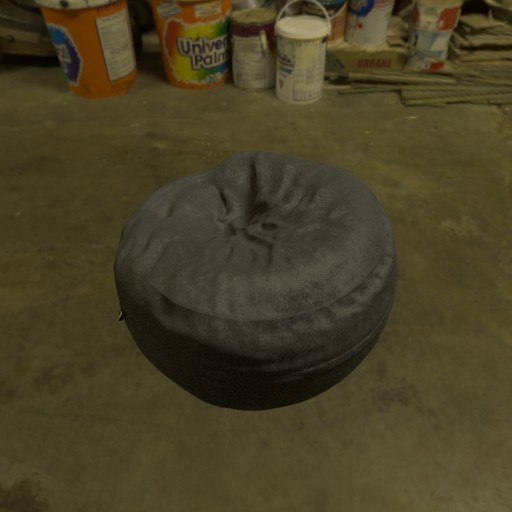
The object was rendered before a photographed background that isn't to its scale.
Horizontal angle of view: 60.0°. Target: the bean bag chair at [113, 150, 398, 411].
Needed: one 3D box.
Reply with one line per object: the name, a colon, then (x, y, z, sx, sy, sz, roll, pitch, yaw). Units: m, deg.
bean bag chair: (0.000, 0.000, 2.438, 1.525, 0.751, 1.525, 0, 45, 0)
